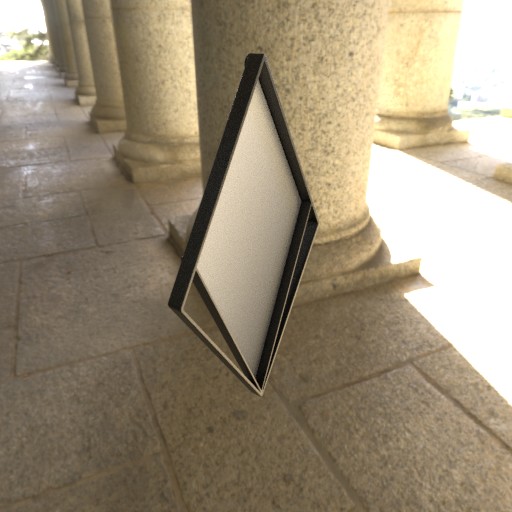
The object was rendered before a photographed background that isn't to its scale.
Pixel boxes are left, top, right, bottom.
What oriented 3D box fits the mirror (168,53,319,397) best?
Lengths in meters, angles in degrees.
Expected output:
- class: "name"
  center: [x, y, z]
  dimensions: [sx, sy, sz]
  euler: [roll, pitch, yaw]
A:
- class: "mirror"
  center: [0.000, 0.000, 0.816]
  dimensions: [0.032, 0.679, 0.419]
  euler: [19, 32, 32]
